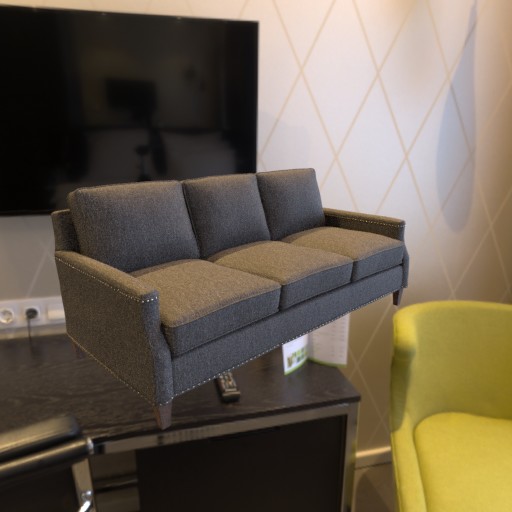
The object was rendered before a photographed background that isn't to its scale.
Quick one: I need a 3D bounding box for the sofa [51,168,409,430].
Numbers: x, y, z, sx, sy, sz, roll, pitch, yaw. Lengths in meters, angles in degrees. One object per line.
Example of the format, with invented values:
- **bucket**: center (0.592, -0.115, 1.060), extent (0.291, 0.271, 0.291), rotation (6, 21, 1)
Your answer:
- **sofa**: center (0.000, 0.000, 2.909), extent (2.246, 1.003, 1.084), rotation (-15, 21, -42)
